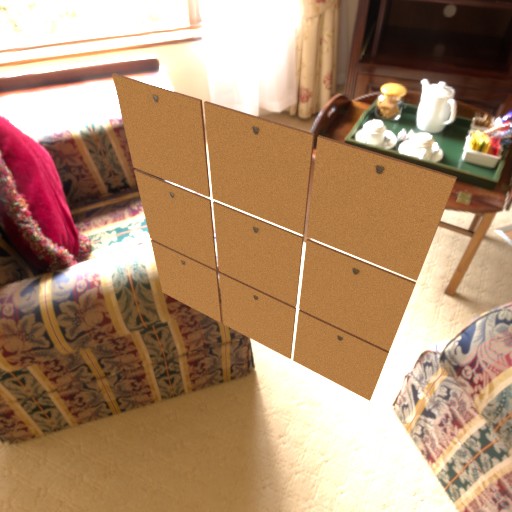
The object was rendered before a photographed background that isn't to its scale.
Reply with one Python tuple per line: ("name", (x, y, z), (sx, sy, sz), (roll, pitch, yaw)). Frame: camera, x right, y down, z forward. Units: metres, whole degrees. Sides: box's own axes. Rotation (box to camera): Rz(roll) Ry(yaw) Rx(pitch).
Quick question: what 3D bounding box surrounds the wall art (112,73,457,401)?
("wall art", (0.000, 0.000, 2.268), (1.533, 1.532, 0.019), (24, 50, 22))
